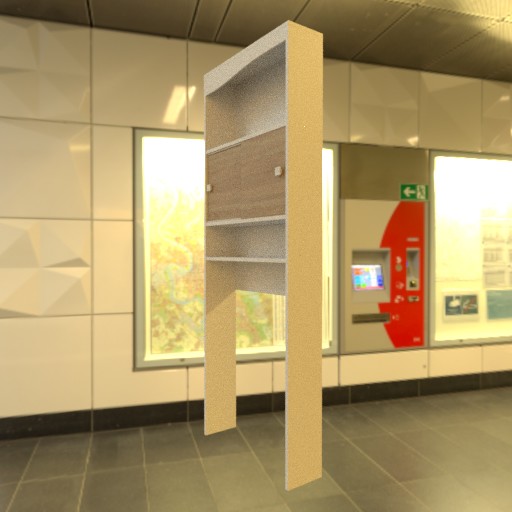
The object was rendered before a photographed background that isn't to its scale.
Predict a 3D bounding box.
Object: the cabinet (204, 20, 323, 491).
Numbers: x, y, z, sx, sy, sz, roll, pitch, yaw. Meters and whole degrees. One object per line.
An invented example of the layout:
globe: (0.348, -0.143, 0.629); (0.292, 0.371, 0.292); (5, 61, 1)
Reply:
cabinet: (0.000, 0.000, 1.975); (0.192, 1.770, 0.643); (0, 1, -36)
